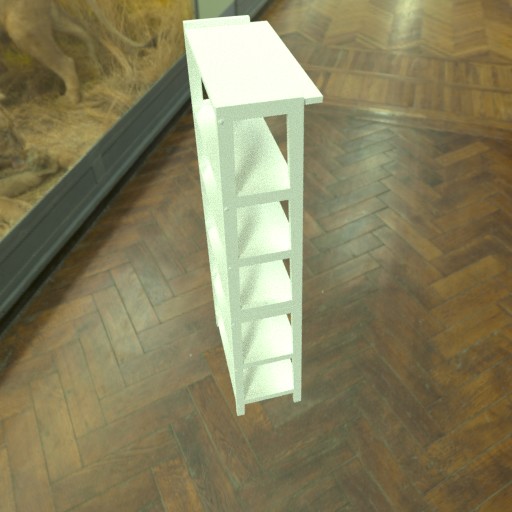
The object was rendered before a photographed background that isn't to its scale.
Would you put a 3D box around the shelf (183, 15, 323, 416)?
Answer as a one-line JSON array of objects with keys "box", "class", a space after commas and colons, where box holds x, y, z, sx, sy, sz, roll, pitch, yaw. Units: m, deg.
[{"box": [0.000, 0.000, 2.097, 0.381, 1.892, 0.660, -10, 47, -10], "class": "shelf"}]
